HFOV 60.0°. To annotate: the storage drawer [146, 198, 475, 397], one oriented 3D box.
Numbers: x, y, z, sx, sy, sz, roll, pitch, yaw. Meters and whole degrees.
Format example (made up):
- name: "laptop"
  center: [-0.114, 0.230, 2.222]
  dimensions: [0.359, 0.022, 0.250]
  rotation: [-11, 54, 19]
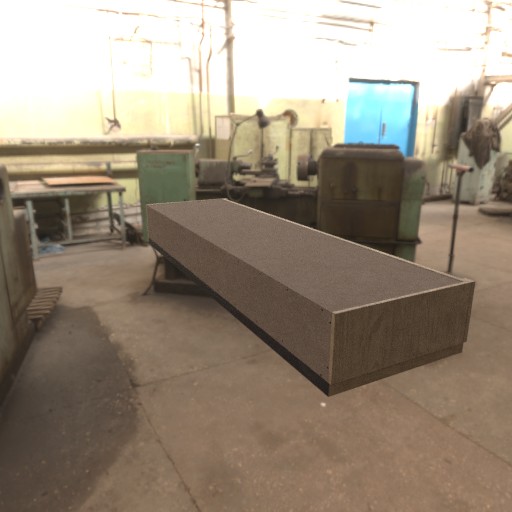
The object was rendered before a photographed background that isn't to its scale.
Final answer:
- name: "storage drawer"
  center: [0.000, 0.000, 2.288]
  dimensions: [0.591, 0.274, 2.072]
  rotation: [-8, 18, -27]
